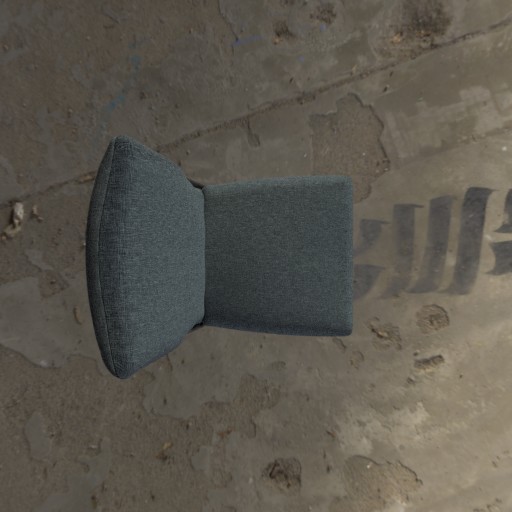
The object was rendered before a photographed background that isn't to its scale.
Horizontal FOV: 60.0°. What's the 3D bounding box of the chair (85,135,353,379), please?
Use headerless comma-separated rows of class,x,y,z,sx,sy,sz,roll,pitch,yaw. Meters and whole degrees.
chair,0.000,0.000,1.254,0.635,0.931,0.480,0,90,0
